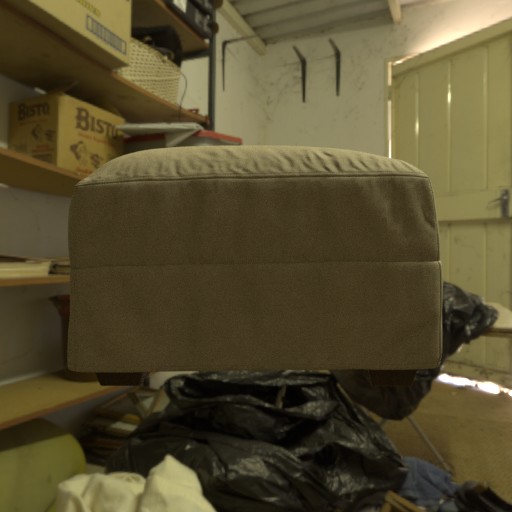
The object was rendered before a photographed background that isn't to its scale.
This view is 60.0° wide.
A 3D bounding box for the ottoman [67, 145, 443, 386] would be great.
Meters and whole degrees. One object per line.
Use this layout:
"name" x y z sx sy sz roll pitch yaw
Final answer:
"ottoman" 0.000 0.000 1.054 0.712 0.480 0.584 0 1 0
